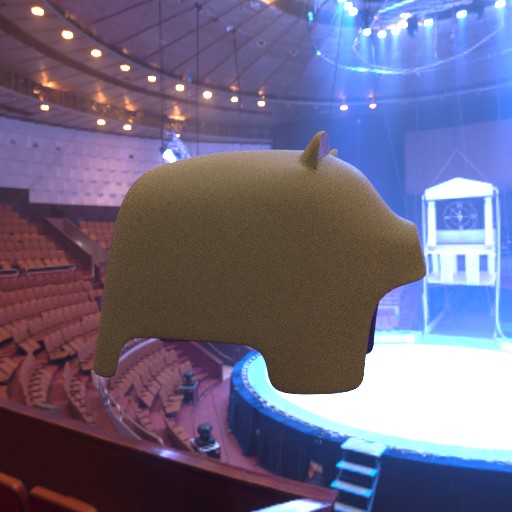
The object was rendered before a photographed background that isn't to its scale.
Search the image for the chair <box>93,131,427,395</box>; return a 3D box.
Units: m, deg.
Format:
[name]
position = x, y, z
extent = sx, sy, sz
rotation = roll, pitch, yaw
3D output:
[chair]
position = 0.000, 0.000, 0.863
extent = 0.619, 0.423, 0.364
rotation = 0, 0, 18
